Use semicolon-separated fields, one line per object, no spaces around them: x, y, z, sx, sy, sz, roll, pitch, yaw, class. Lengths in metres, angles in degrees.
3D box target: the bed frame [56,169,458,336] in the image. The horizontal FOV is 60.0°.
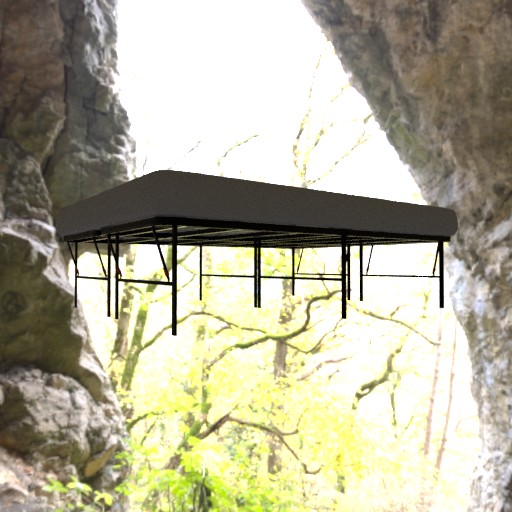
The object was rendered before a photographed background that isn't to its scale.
0.000;0.000;2.856;2.151;0.667;1.584;1;-2;-36;bed frame
